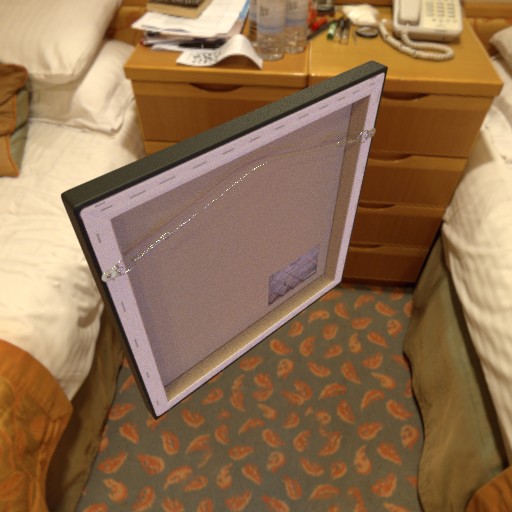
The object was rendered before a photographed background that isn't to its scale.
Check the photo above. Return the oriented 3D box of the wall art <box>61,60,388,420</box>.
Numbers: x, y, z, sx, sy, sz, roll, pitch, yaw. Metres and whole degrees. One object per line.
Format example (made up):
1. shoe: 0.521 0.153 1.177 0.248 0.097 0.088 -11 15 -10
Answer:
1. wall art: 0.000 0.000 0.898 0.610 0.611 0.043 -32 54 -27
